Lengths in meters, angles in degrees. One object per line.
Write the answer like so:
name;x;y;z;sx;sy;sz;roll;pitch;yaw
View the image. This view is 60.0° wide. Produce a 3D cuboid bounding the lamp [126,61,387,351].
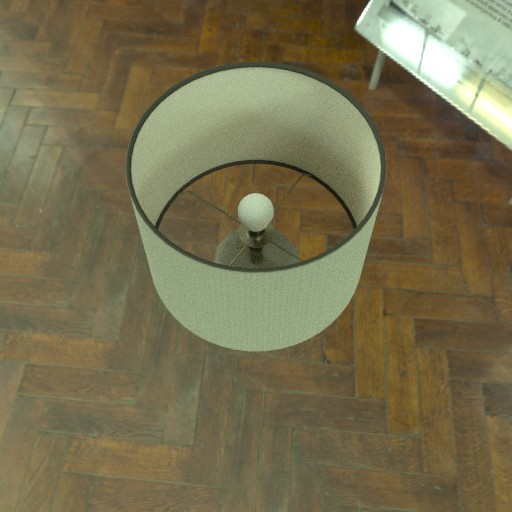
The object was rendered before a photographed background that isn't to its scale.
lamp;0.000;0.000;0.822;0.376;0.594;0.376;0;65;0
